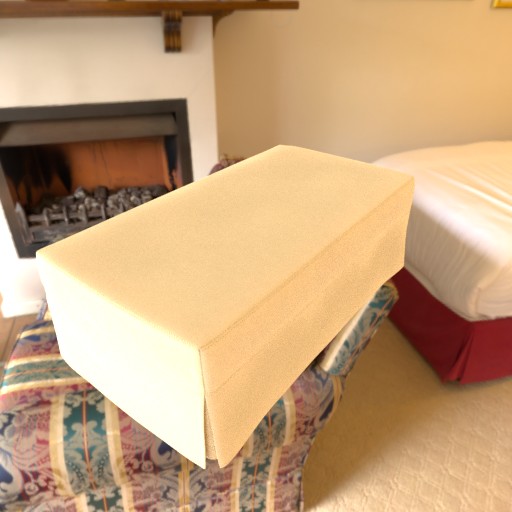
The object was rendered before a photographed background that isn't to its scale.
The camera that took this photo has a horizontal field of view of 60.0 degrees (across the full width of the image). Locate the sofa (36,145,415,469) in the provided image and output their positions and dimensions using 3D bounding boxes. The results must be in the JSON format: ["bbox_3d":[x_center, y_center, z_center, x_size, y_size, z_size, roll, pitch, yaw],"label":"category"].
[{"bbox_3d":[0.000,0.000,2.103,0.939,0.552,1.677,22,38,31],"label":"sofa"}]
